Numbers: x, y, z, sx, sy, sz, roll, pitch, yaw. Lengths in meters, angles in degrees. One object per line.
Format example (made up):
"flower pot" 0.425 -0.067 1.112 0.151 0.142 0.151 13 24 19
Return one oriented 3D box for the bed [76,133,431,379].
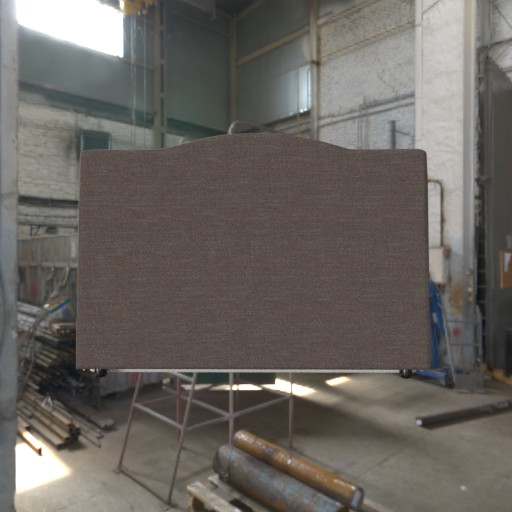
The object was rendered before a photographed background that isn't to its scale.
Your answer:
"bed" 0.000 0.000 3.939 2.161 1.457 2.689 0 0 1
